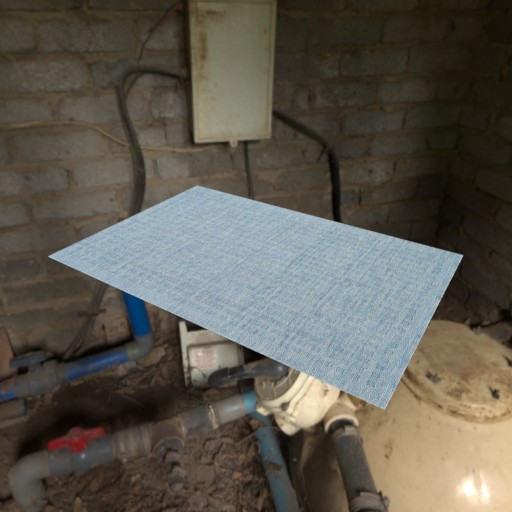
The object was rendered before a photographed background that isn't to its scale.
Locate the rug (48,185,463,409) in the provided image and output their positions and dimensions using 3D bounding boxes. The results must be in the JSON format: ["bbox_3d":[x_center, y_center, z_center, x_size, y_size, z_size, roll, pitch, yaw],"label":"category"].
[{"bbox_3d":[0.000,0.000,2.936,2.286,0.006,1.522,18,35,28],"label":"rug"}]
